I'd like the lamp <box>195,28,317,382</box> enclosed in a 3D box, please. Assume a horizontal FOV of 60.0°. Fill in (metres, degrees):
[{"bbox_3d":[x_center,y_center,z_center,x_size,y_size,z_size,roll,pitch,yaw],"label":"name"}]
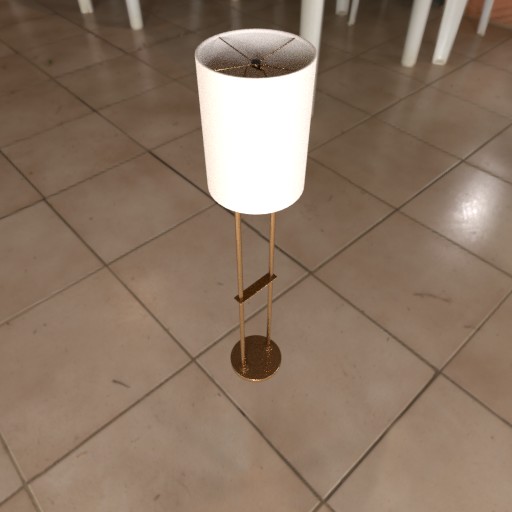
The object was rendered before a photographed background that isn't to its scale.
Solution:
[{"bbox_3d":[0.000,0.000,1.658,0.306,1.500,0.305,-35,56,-28],"label":"lamp"}]
